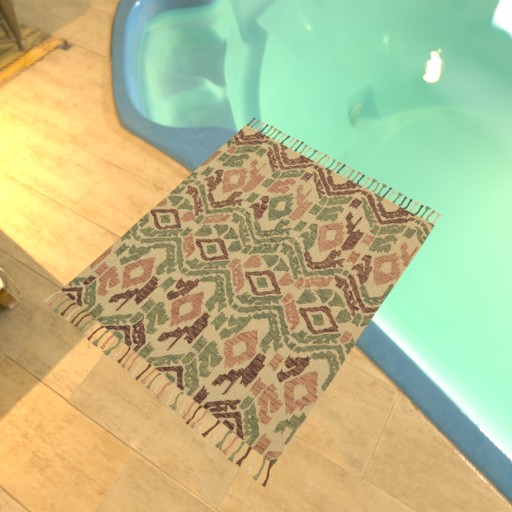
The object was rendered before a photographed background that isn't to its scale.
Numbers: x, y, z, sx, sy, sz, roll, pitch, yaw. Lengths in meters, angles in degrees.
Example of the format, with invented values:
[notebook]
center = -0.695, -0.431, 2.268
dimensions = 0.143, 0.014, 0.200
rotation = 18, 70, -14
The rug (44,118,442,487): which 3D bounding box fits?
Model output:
[rug]
center = 0.000, 0.000, 4.173
dimensions = 2.438, 0.010, 3.048
rotation = 33, 64, 19
